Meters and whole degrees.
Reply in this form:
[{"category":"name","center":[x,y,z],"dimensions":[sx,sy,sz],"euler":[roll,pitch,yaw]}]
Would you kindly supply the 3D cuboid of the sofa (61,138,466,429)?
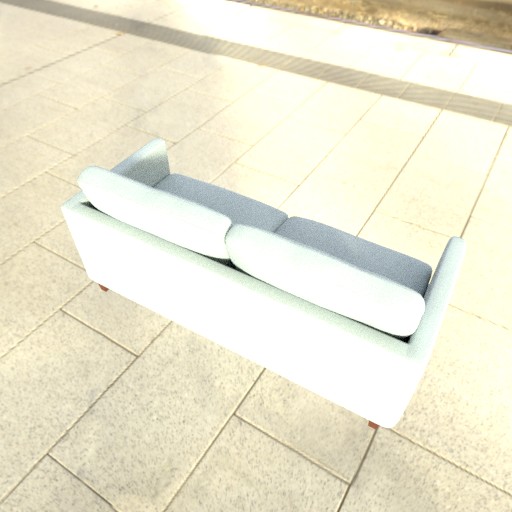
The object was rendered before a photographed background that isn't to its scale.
[{"category":"sofa","center":[0.000,0.000,2.740],"dimensions":[2.208,0.965,0.951],"euler":[22,49,20]}]
